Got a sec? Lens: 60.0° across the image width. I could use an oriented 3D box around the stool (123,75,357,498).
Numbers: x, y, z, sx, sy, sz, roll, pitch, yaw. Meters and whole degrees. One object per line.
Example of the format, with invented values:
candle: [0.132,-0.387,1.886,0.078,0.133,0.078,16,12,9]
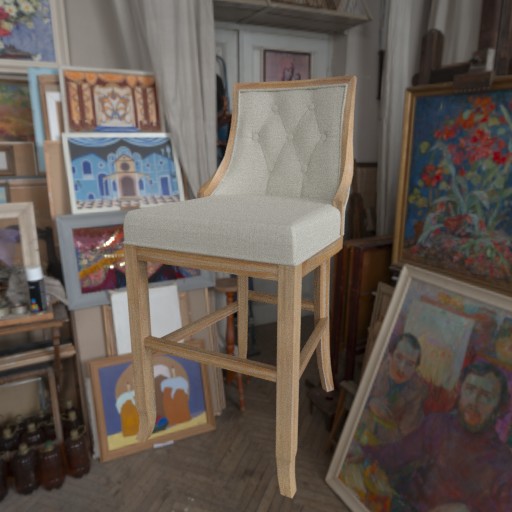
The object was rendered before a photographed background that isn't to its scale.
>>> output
stool: [0.000,0.000,1.397,0.524,1.101,0.626,7,16,26]
